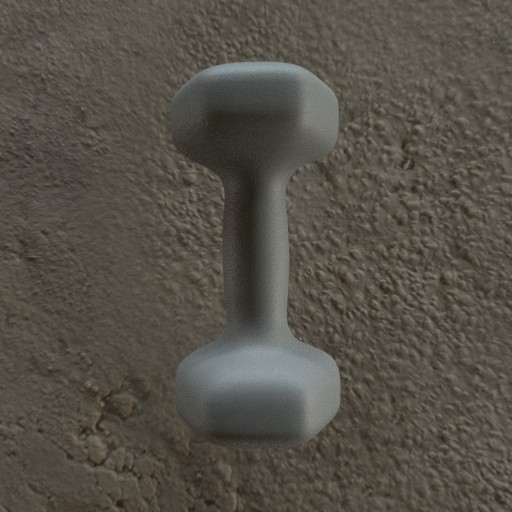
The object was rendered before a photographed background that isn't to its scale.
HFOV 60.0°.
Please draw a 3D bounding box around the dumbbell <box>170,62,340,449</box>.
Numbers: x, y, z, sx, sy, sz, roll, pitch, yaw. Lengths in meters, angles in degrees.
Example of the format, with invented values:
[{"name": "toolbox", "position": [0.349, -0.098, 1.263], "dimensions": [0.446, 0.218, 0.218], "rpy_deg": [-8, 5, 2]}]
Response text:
[{"name": "dumbbell", "position": [0.000, 0.000, 0.234], "dimensions": [0.090, 0.081, 0.184], "rpy_deg": [0, 92, 1]}]
